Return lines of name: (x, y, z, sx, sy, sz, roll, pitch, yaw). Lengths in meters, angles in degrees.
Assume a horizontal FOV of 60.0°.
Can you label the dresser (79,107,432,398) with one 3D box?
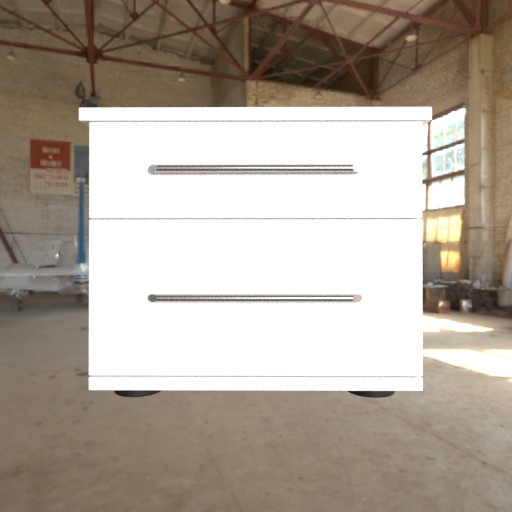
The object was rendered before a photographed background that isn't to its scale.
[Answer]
dresser: (0.000, 0.000, 0.724, 0.430, 0.360, 0.400, 0, 0, 0)
